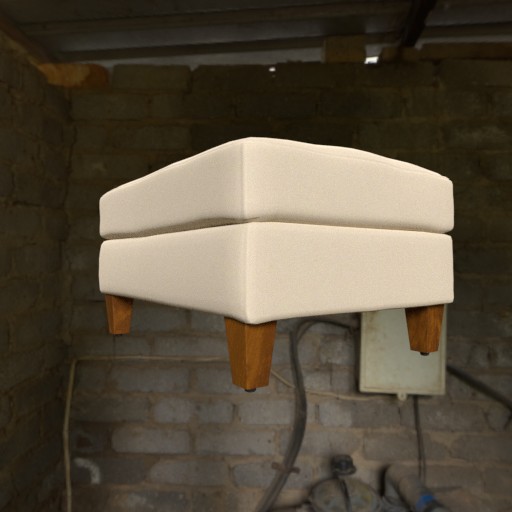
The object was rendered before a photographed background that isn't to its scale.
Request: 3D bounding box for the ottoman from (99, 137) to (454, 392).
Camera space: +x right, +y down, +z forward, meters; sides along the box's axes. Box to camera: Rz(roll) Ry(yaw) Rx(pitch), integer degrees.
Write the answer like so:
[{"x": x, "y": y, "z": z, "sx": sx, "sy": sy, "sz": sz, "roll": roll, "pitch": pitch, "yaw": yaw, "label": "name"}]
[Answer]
[{"x": 0.000, "y": 0.000, "z": 1.213, "sx": 0.634, "sy": 0.485, "sz": 0.818, "roll": 0, "pitch": -1, "yaw": -36, "label": "ottoman"}]
